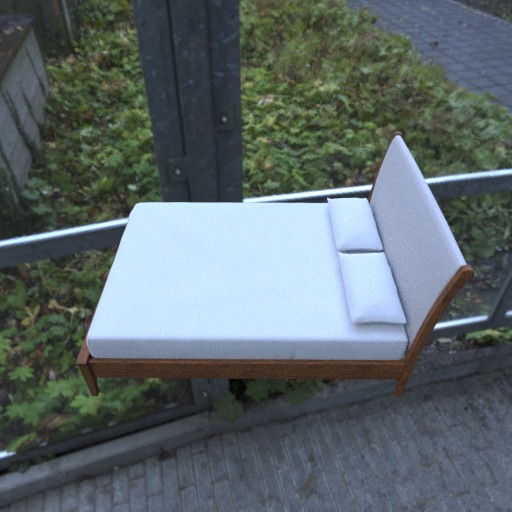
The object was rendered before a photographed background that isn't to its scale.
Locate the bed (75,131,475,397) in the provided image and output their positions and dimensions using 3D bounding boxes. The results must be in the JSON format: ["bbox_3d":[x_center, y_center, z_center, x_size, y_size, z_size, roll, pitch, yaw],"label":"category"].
[{"bbox_3d":[0.000,0.000,3.021,2.108,1.135,1.502,0,42,0],"label":"bed"}]
